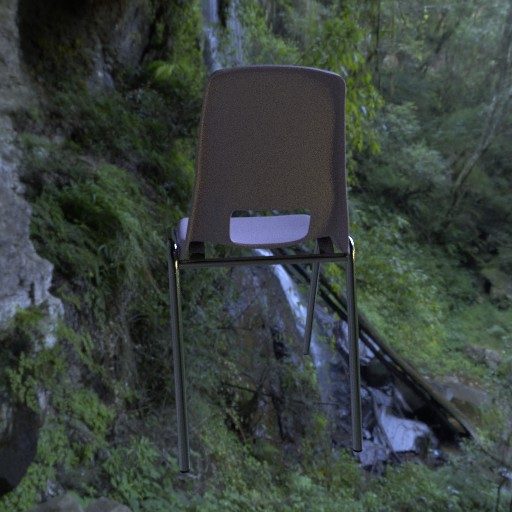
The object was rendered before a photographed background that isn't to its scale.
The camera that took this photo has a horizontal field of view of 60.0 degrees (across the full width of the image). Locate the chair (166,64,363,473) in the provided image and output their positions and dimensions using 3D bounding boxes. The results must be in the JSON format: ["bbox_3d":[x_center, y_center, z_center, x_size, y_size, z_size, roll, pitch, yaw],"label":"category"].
[{"bbox_3d":[0.000,0.000,0.956,0.381,0.704,0.436,-2,15,-9],"label":"chair"}]
